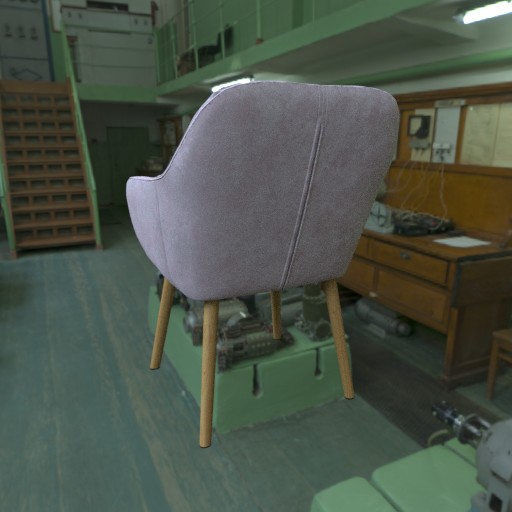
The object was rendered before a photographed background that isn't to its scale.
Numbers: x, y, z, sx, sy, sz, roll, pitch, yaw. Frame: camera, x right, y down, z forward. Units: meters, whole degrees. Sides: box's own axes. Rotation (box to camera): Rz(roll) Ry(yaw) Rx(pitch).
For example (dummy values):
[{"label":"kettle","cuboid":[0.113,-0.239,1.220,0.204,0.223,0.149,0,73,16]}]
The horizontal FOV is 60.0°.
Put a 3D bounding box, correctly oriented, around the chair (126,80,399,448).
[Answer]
[{"label":"chair","cuboid":[0.000,0.000,1.212,0.610,0.832,0.570,-8,17,-27]}]
